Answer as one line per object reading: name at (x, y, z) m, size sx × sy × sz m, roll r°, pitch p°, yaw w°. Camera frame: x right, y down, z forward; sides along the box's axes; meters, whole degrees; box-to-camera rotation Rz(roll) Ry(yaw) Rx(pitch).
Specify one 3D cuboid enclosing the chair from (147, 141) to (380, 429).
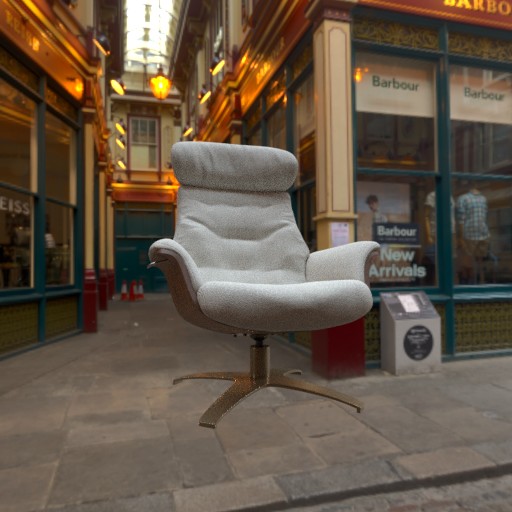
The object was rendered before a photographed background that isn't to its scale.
chair at (0.000, 0.000, 1.613) m, size 0.785 × 0.995 × 0.837 m, roll 0°, pitch -1°, yaw -17°
